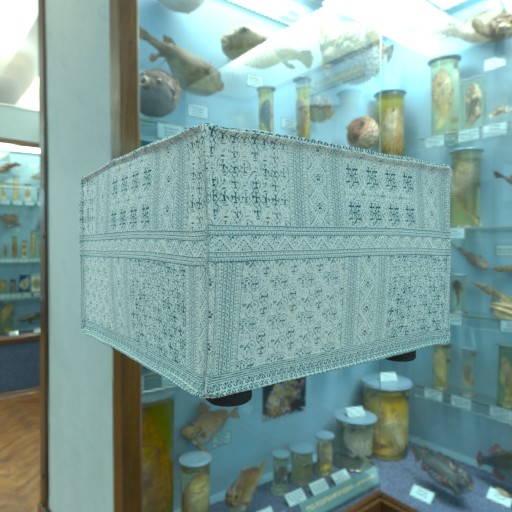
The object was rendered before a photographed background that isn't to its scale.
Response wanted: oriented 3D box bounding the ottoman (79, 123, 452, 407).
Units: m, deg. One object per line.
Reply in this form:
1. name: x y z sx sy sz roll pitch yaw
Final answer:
1. ottoman: 0.000 0.000 1.014 0.626 0.439 0.617 -1 2 -36
